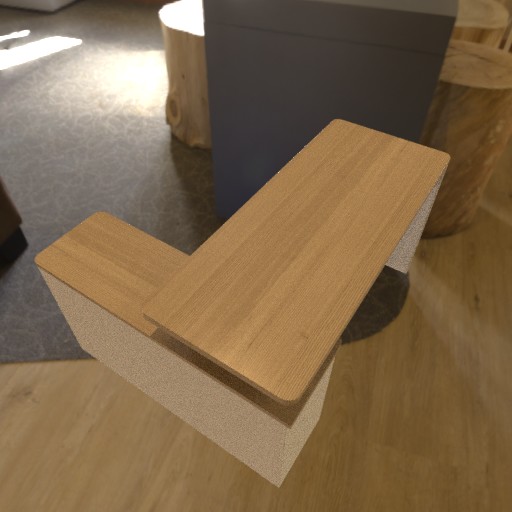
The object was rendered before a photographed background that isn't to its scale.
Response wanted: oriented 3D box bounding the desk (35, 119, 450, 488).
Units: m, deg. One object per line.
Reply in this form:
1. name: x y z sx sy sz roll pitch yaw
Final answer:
1. desk: 0.000 0.000 2.081 1.175 0.770 1.400 26 52 22
